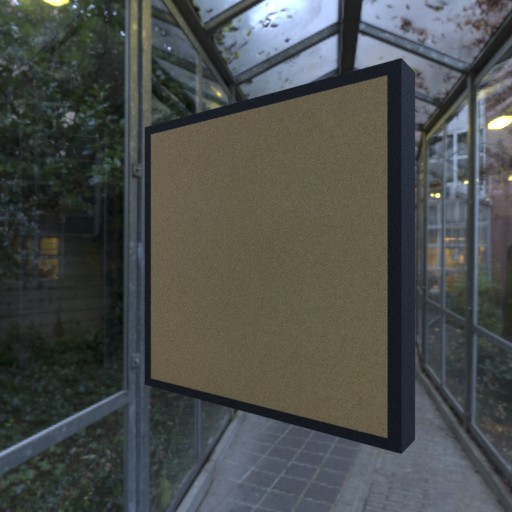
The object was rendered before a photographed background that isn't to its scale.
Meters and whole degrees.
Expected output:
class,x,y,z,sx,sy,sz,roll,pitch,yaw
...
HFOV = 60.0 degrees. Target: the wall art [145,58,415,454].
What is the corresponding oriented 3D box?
class,x,y,z,sx,sy,sz,roll,pitch,yaw
wall art,0.000,0.000,0.445,0.305,0.304,0.033,0,0,37
